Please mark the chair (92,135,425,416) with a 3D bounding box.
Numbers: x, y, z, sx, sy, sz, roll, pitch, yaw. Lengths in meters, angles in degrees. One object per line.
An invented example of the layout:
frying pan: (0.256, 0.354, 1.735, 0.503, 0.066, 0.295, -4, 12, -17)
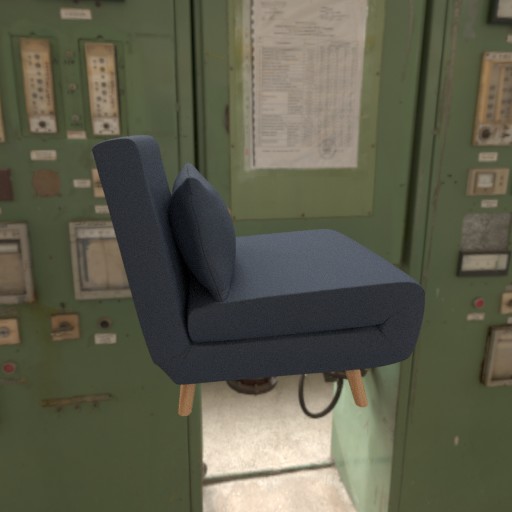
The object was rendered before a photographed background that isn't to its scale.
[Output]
chair: (0.000, 0.000, 1.536, 0.900, 0.808, 0.770, -2, 15, -8)
